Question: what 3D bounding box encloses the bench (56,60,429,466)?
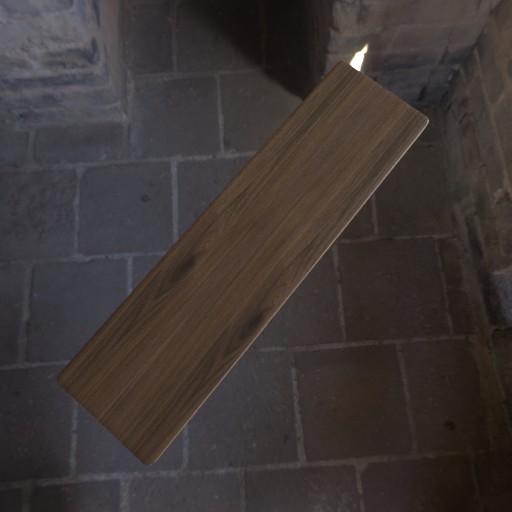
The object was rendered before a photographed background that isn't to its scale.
[{"bbox_3d":[0.000,0.000,1.780,0.425,0.462,1.570,39,79,9],"label":"bench"}]
